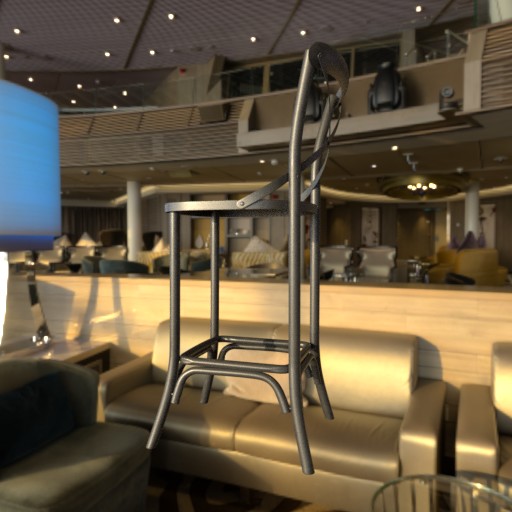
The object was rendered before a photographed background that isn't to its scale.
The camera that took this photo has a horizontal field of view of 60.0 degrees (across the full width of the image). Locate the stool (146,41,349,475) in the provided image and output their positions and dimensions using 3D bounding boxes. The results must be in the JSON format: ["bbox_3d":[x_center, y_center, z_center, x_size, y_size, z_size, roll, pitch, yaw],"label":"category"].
[{"bbox_3d":[0.000,0.000,1.446,0.584,1.168,0.457,1,2,18],"label":"stool"}]
